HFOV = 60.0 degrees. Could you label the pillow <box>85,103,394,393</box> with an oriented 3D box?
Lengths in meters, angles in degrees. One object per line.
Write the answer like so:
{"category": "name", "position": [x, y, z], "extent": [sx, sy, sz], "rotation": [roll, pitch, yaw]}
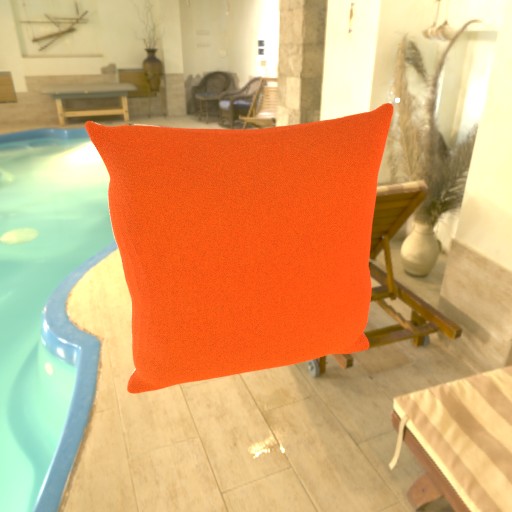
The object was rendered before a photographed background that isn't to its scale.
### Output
{"category": "pillow", "position": [0.000, 0.000, 0.691], "extent": [0.440, 0.441, 0.182], "rotation": [-8, 27, -15]}
